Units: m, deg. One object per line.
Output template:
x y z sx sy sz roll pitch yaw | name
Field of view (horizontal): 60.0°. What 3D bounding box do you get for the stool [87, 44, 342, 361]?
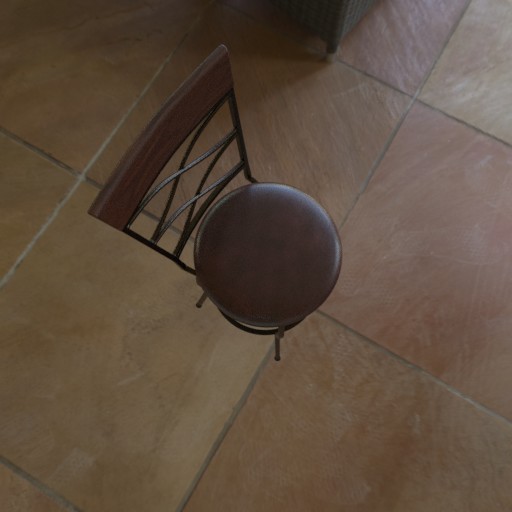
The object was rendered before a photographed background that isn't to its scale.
0.000 0.000 1.397 0.513 1.130 0.448 33 78 8 | stool
